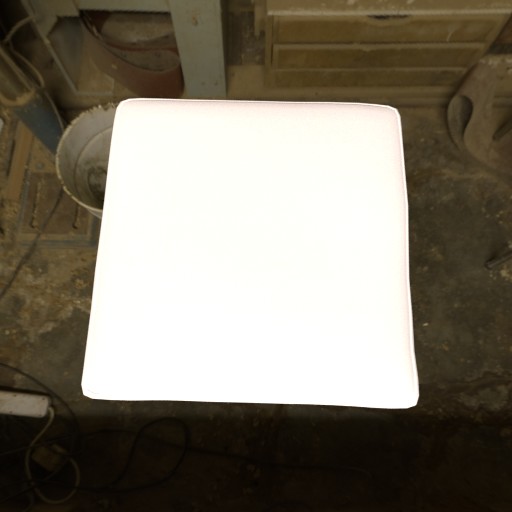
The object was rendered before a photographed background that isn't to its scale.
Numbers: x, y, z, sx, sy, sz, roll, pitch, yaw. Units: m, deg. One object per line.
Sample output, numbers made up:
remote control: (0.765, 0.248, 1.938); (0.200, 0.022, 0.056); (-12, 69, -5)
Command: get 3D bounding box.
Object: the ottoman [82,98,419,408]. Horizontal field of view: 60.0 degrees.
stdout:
ottoman: (0.000, 0.000, 1.346); (0.838, 0.479, 0.838); (2, 75, 0)
